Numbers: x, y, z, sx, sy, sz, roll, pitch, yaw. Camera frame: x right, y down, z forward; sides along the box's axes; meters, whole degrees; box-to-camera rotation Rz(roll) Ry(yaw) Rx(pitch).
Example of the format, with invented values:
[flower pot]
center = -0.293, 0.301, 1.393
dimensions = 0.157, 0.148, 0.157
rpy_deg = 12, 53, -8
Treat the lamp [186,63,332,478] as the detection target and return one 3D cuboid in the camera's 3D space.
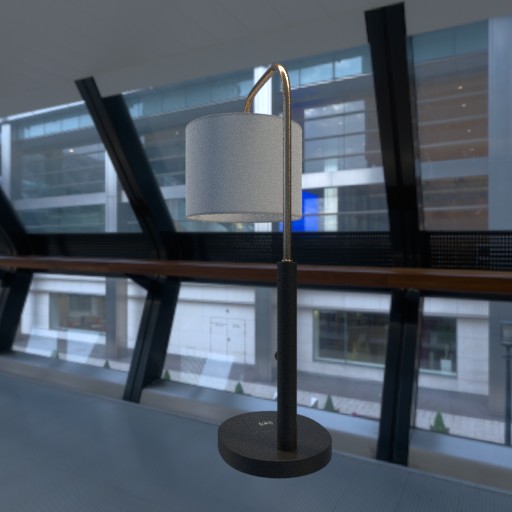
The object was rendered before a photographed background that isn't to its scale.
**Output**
[lamp]
center = 0.000, 0.000, 0.702
dimensions = 0.199, 0.540, 0.337
rpy_deg = 0, 0, -18
